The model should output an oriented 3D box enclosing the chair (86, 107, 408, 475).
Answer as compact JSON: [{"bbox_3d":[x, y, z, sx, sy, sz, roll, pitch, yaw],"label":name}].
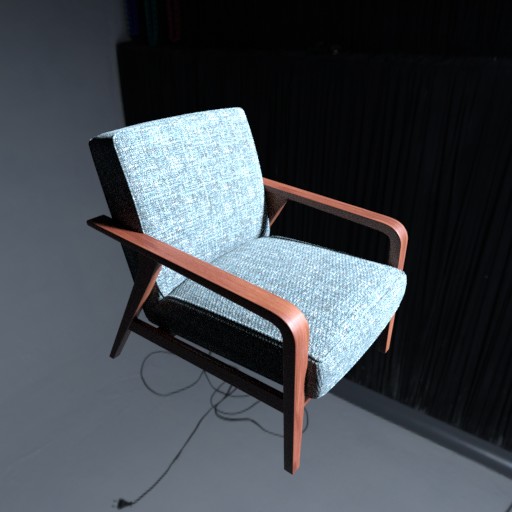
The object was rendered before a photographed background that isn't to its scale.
[{"bbox_3d":[0.000,0.000,1.499,0.889,0.864,0.719,19,33,32],"label":"chair"}]
